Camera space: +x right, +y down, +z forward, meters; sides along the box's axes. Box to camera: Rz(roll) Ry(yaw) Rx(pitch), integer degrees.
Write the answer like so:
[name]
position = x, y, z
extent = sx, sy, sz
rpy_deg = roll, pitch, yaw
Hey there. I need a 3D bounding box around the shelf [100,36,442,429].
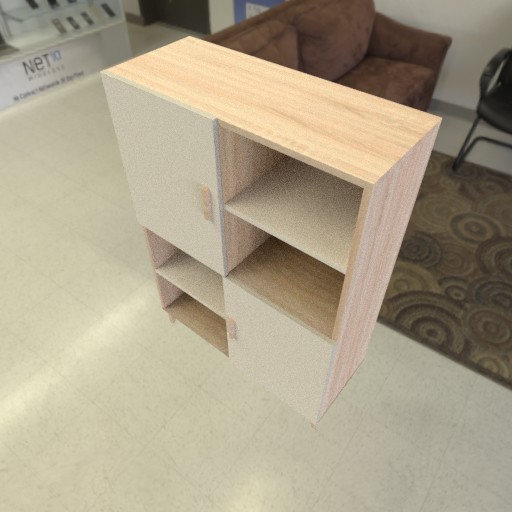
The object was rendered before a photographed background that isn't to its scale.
[shelf]
position = 0.000, 0.000, 1.844
extent = 0.995, 1.405, 0.434
rpy_deg = 30, 53, 26
